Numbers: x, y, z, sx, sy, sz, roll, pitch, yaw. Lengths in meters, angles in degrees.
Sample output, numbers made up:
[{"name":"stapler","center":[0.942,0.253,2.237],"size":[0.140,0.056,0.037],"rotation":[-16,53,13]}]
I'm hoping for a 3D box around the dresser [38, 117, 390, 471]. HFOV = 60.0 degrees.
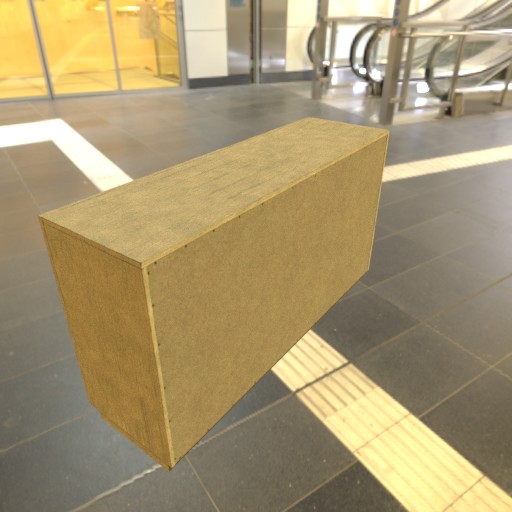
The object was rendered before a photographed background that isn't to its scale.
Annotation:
[{"name":"dresser","center":[0.000,0.000,2.041],"size":[0.483,0.889,1.628],"rotation":[21,36,31]}]
